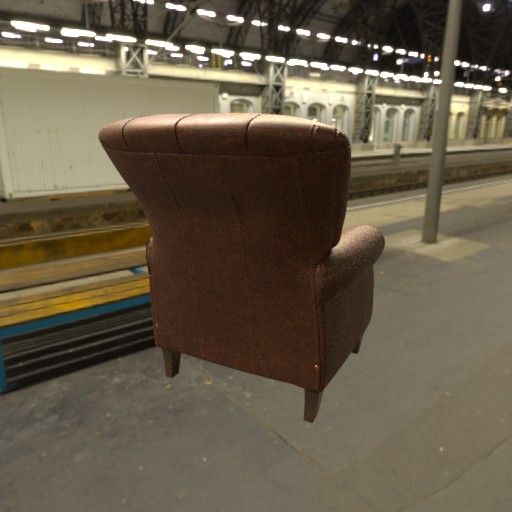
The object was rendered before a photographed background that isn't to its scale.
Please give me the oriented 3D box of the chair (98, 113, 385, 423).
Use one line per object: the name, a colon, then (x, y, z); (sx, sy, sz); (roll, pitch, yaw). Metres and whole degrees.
chair: (0.000, 0.000, 1.932); (0.979, 1.162, 1.031); (8, 18, 27)
